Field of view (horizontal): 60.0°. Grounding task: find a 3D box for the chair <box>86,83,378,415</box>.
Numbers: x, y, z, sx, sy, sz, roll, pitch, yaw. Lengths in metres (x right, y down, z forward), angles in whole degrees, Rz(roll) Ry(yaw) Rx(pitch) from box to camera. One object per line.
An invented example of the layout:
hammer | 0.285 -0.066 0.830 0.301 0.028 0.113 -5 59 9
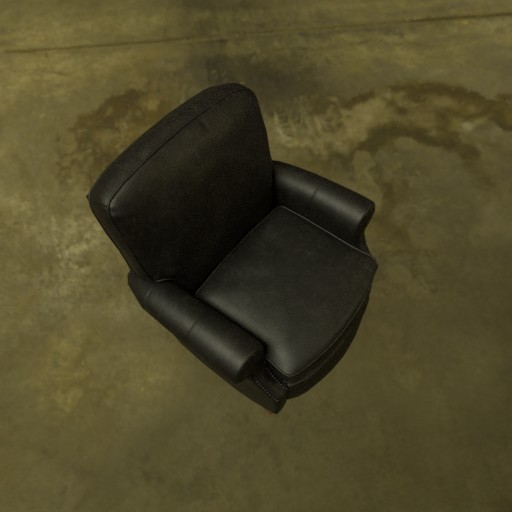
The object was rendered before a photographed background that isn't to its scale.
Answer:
chair | 0.000 0.000 1.809 0.986 1.018 0.936 34 65 18
